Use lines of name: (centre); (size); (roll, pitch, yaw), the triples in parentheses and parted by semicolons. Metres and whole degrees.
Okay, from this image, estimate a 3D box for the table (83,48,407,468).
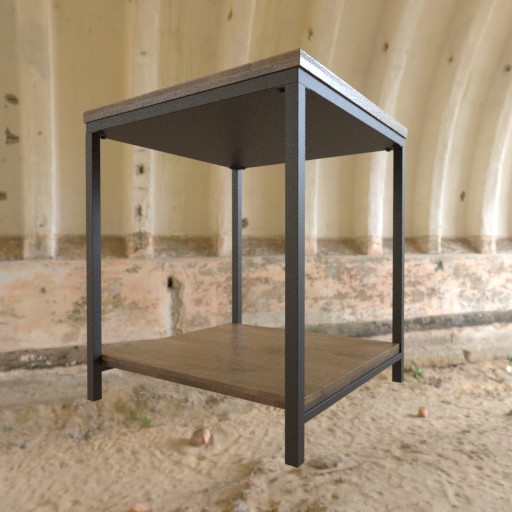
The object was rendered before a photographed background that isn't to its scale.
table: (0.000, 0.000, 0.971); (0.503, 0.589, 0.507); (1, 1, 35)
